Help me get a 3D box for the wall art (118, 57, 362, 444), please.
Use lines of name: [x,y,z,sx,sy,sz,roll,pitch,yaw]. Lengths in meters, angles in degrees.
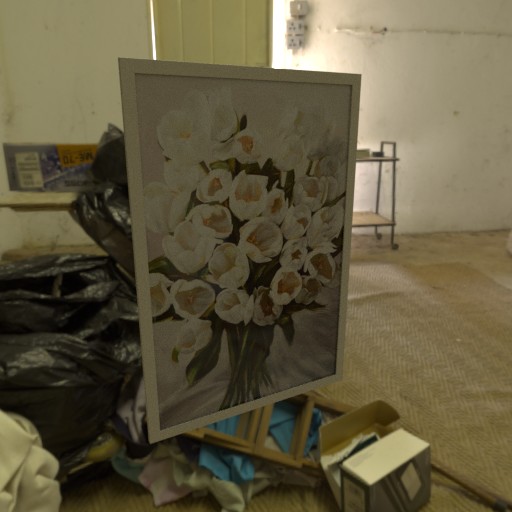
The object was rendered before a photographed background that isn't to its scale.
wall art: [0.000,0.000,1.223,0.660,0.965,0.015,-9,18,-27]
